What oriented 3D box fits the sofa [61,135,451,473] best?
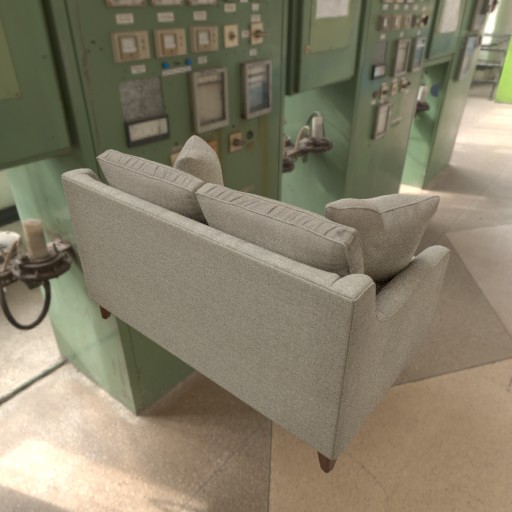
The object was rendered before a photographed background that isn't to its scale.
[{"bbox_3d":[0.000,0.000,1.959,1.422,0.863,0.915,23,37,33],"label":"sofa"}]
